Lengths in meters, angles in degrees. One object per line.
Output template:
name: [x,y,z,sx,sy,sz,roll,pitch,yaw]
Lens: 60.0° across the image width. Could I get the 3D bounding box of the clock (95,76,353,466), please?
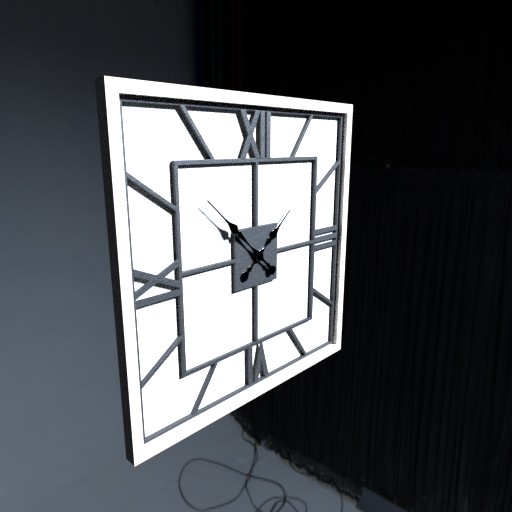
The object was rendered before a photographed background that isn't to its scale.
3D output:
clock: [0.000,0.000,1.025,0.032,0.705,0.705,13,19,42]
